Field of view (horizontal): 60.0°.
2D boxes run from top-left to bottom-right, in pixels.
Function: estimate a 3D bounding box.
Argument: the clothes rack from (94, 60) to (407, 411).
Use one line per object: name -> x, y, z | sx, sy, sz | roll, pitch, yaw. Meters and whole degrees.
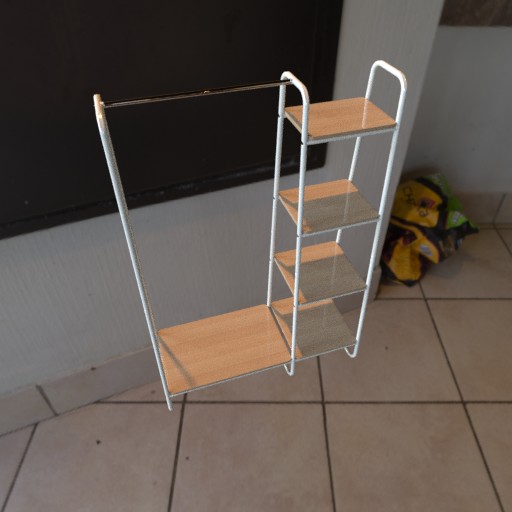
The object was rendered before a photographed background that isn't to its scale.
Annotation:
clothes rack -> 0.000, 0.000, 1.928 | 1.011, 1.500, 0.400 | -12, 43, -13
